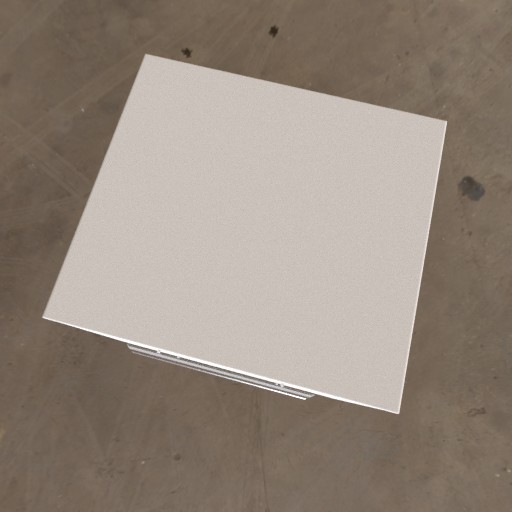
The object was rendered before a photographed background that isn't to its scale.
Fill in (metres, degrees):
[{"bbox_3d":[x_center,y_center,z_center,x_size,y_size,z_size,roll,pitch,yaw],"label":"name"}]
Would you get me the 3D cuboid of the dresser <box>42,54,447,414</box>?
[{"bbox_3d":[0.000,0.000,0.734,0.430,0.360,0.400,14,75,4],"label":"dresser"}]
